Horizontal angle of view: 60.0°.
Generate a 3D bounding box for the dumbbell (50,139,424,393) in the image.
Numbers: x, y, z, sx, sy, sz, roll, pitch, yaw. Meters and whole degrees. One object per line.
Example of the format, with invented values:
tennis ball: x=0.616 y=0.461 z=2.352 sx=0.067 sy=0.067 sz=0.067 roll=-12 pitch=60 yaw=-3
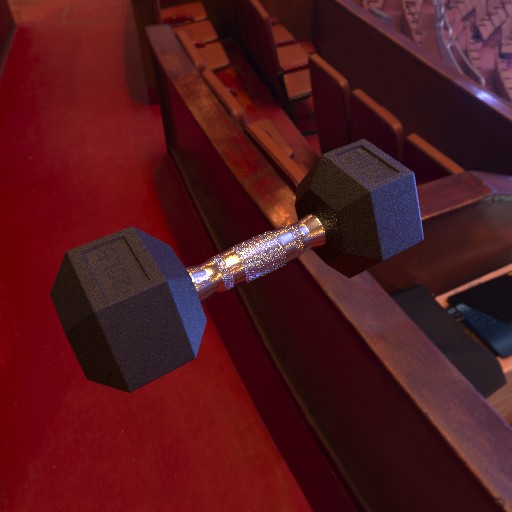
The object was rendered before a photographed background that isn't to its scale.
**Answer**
dumbbell: x=0.000 y=0.000 z=0.326 sx=0.272 sy=0.092 sz=0.106 roll=-24 pitch=51 yaw=-21
